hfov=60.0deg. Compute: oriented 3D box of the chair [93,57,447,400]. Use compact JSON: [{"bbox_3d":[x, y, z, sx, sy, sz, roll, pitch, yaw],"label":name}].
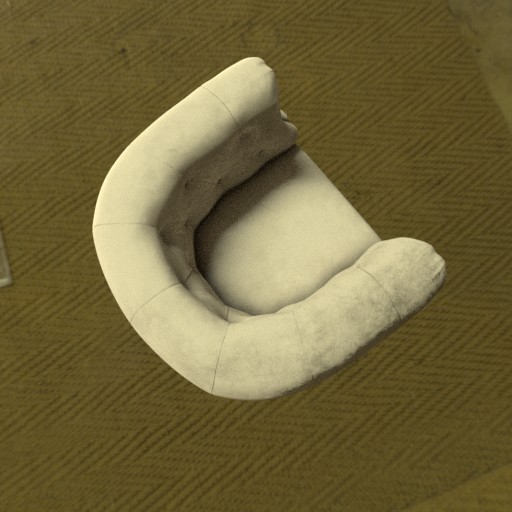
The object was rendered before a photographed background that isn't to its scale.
[{"bbox_3d":[0.000,0.000,1.559,0.851,0.826,0.904,-38,80,-8],"label":"chair"}]
